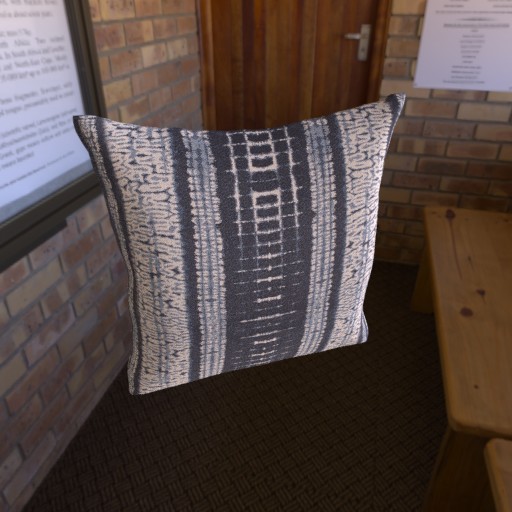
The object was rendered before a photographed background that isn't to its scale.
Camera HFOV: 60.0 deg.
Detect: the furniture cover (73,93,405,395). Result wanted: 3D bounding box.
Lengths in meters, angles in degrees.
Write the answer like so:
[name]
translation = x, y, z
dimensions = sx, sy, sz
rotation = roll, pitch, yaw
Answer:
[furniture cover]
translation = 0.000, 0.000, 0.651
dimensions = 0.425, 0.435, 0.133
rotation = -9, 31, -15
